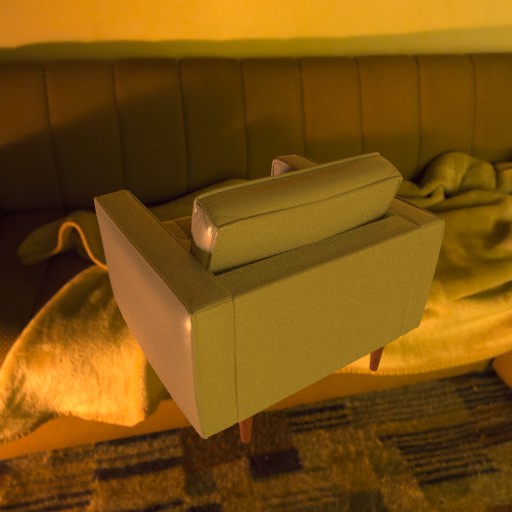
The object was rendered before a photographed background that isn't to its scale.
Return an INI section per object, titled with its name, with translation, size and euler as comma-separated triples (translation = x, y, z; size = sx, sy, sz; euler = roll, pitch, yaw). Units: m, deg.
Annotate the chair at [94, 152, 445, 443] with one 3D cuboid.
[chair]
translation = 0.000, 0.000, 1.574
size = 0.928, 0.773, 0.843
euler = -18, 35, -28
